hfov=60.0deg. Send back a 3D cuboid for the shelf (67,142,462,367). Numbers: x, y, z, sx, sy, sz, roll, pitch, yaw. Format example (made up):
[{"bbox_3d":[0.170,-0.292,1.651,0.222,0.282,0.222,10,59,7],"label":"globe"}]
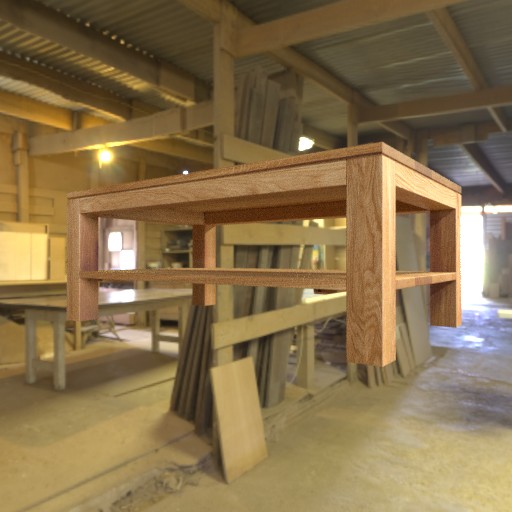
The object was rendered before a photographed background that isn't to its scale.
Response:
[{"bbox_3d":[0.000,0.000,1.507,1.150,0.450,0.700,0,0,37],"label":"shelf"}]
